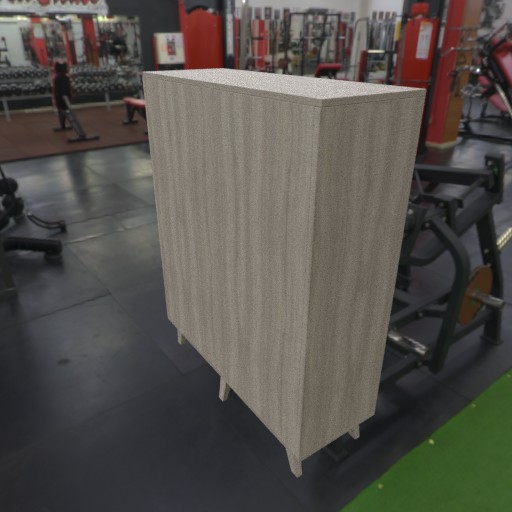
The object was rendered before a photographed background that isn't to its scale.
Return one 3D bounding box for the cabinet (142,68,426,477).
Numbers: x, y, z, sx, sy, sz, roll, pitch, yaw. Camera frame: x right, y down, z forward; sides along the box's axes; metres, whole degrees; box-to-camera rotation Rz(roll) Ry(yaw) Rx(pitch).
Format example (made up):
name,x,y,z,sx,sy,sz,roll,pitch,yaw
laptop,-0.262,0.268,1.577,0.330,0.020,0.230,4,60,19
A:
name,x,y,z,sx,sy,sz,roll,pitch,yaw
cabinet,0.000,0.000,1.863,0.398,1.388,1.111,-17,31,-31
